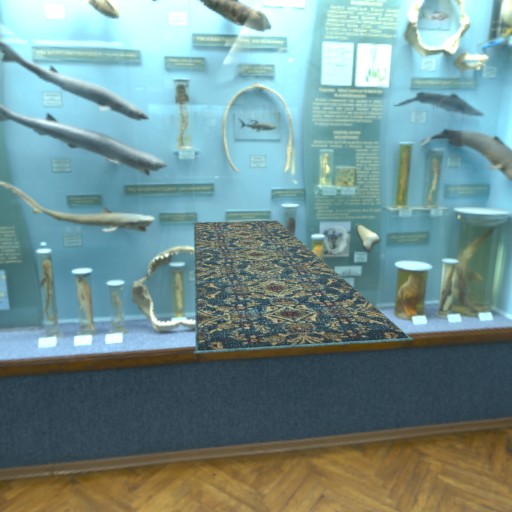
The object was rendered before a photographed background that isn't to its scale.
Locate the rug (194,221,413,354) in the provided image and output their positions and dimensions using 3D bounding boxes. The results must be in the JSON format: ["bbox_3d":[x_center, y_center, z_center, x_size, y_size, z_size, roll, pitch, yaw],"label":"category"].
[{"bbox_3d":[0.000,0.000,2.448,0.685,0.014,2.292,-2,14,-8],"label":"rug"}]
